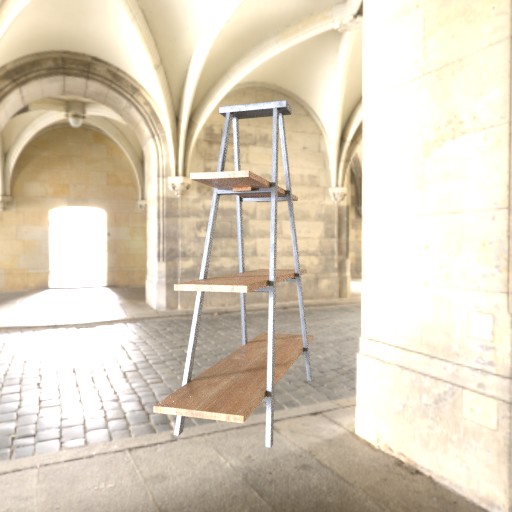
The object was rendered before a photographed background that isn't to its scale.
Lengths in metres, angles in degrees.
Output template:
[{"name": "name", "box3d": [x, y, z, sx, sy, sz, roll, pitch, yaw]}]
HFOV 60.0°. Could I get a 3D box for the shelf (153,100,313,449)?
[{"name": "shelf", "box3d": [0.000, 0.000, 2.730, 0.508, 1.808, 1.746, 0, 1, 17]}]
